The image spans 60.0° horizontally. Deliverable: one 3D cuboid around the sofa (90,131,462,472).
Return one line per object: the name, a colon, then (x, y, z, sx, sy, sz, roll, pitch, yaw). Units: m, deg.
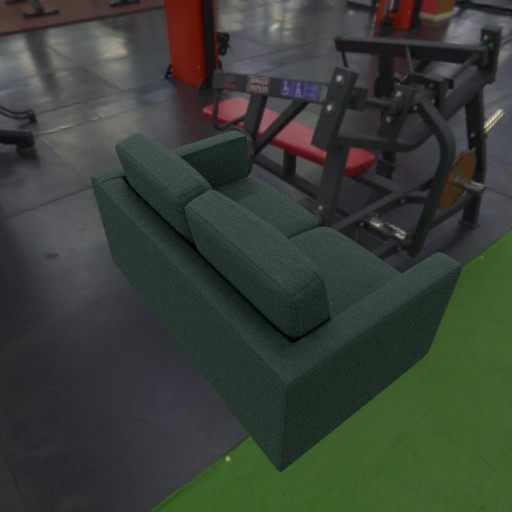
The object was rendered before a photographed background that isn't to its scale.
sofa: (0.000, 0.000, 1.994, 0.879, 0.899, 1.430, -26, 47, -27)
